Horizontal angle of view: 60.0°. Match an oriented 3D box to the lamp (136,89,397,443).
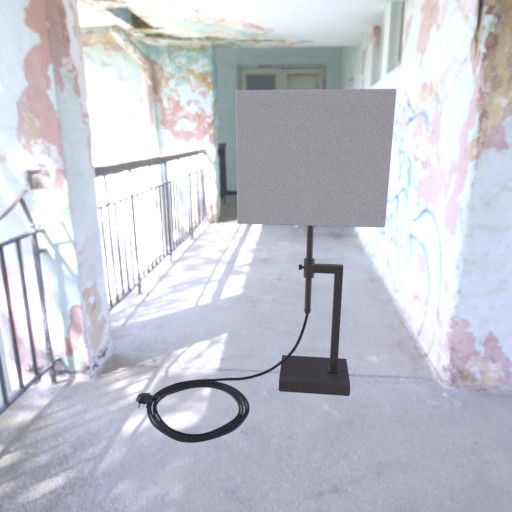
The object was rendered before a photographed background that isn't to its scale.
[{"bbox_3d":[0.000,0.000,0.955,0.504,0.660,0.399,2,16,7],"label":"lamp"}]
